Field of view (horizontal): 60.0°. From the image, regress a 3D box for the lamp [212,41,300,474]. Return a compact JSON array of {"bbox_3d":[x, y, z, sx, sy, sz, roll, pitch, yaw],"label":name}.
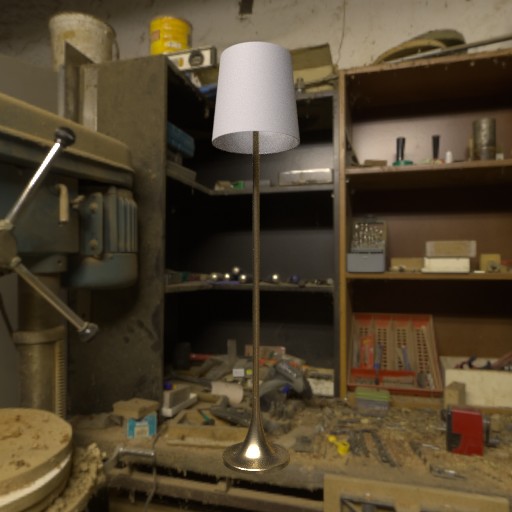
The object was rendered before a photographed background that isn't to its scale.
[{"bbox_3d":[0.000,0.000,1.702,0.337,1.543,0.337,0,-1,0],"label":"lamp"}]
